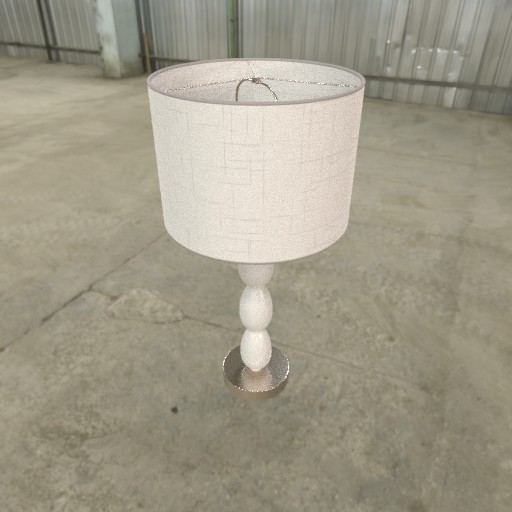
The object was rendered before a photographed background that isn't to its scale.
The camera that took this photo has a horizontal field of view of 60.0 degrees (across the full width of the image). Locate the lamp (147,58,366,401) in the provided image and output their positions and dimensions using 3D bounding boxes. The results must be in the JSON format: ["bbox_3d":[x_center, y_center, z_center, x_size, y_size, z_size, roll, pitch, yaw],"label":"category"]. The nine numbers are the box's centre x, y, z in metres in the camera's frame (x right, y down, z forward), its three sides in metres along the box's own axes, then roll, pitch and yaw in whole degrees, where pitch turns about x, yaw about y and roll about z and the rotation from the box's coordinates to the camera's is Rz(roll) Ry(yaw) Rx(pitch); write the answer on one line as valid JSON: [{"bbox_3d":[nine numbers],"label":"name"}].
[{"bbox_3d":[0.000,0.000,0.729,0.280,0.559,0.282,-21,39,-30],"label":"lamp"}]
